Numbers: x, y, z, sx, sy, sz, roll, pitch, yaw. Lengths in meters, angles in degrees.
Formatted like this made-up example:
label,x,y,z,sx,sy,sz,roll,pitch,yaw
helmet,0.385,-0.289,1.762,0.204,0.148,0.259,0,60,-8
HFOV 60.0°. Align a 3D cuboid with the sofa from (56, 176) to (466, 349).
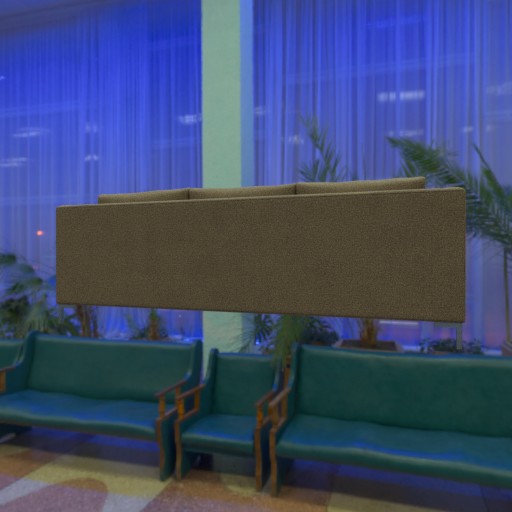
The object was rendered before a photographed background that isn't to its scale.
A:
label,x,y,z,sx,sy,sz,roll,pitch,yaw
sofa,0.000,0.000,2.917,2.415,0.867,0.969,0,0,20
